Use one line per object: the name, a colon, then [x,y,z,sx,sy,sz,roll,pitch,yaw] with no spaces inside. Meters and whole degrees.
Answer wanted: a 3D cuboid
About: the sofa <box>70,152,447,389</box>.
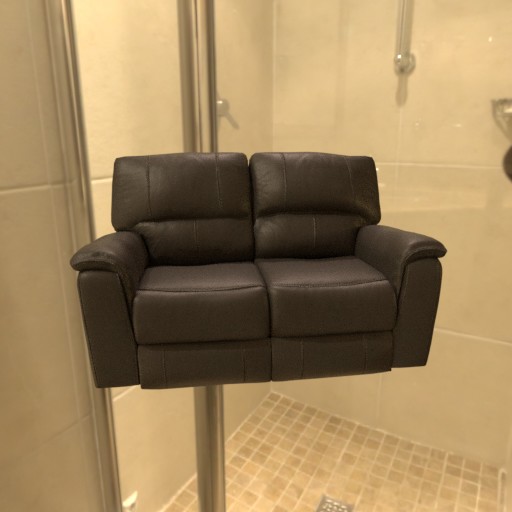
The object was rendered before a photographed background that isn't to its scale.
sofa: [0.000,0.000,2.493,1.765,1.111,1.104,-2,15,-7]
